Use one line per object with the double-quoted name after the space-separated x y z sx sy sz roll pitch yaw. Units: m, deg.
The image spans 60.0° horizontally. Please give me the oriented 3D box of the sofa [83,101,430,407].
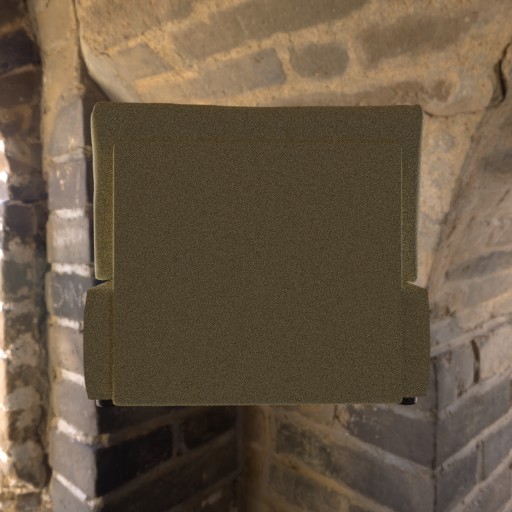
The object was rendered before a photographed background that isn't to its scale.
0.000 0.000 1.650 0.930 0.820 1.000 0 0 -1 "sofa"
